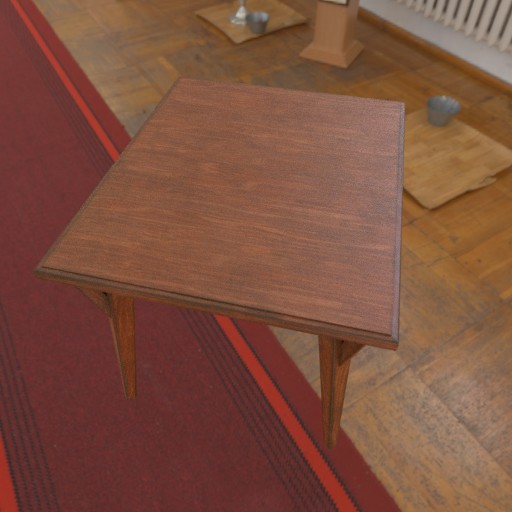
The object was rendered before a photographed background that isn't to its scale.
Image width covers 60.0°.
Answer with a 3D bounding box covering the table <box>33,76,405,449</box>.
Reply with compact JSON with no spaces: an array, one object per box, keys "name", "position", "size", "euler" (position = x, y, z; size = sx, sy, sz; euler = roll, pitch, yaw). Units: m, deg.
[{"name":"table","position":[0.000,0.000,1.570],"size":[0.838,0.761,0.991],"euler":[10,49,9]}]
